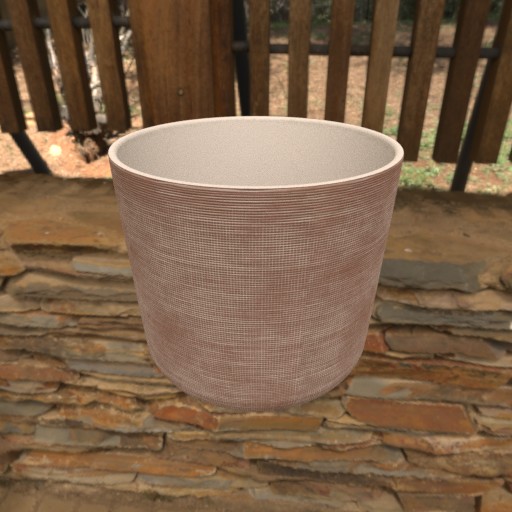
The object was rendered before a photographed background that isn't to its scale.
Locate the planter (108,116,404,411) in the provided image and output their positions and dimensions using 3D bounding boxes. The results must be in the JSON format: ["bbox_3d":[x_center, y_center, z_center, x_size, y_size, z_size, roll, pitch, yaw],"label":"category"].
[{"bbox_3d":[0.000,0.000,0.778,0.440,0.398,0.440,0,27,0],"label":"planter"}]
